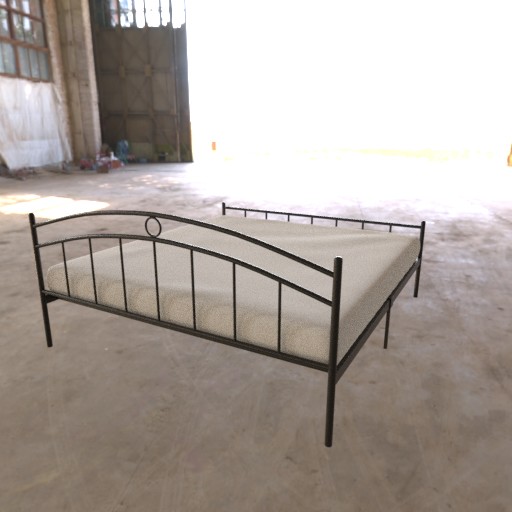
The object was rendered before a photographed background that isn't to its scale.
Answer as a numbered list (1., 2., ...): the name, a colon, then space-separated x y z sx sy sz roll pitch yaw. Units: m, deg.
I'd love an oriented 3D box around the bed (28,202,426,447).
1. bed: 0.000 0.000 3.068 1.880 0.940 2.040 9 18 28
